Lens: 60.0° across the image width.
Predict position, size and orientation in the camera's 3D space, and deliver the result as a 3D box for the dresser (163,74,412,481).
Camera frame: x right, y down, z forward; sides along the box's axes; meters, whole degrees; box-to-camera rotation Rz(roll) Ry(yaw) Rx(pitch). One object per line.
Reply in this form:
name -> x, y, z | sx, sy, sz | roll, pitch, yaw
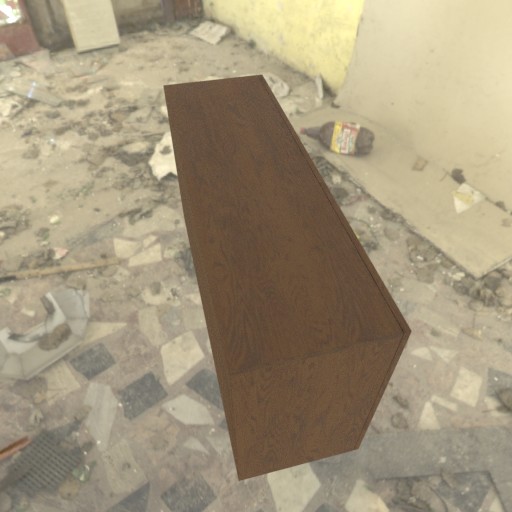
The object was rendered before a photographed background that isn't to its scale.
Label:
dresser -> 0.000, 0.000, 1.927 | 0.512, 0.889, 1.523 | -10, 47, -10
